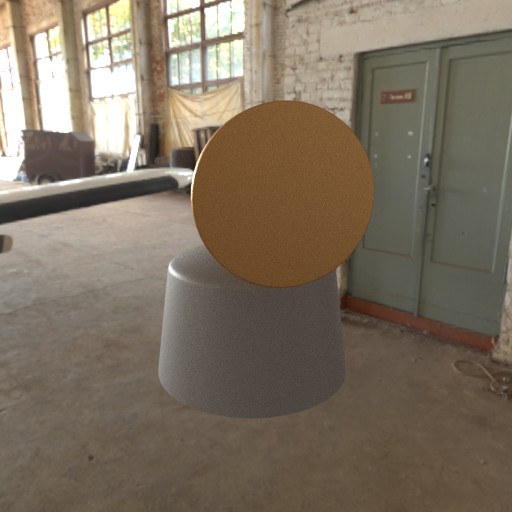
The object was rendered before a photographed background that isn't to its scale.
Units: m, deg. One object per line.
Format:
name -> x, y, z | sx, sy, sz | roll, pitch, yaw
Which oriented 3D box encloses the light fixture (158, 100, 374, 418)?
light fixture -> 0.000, 0.000, 0.435 | 0.204, 0.268, 0.254 | -2, 15, -9
